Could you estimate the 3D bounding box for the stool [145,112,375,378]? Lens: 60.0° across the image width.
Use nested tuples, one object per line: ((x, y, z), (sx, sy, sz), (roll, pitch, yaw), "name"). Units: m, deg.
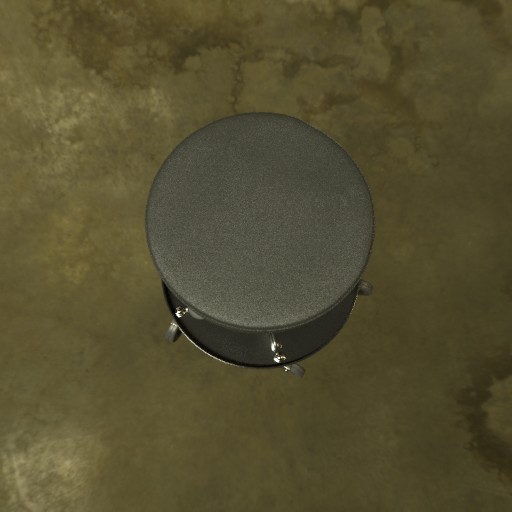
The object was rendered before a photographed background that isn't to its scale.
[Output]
((0.000, 0.000, 0.688), (0.381, 0.365, 0.382), (37, 78, 9), "stool")
